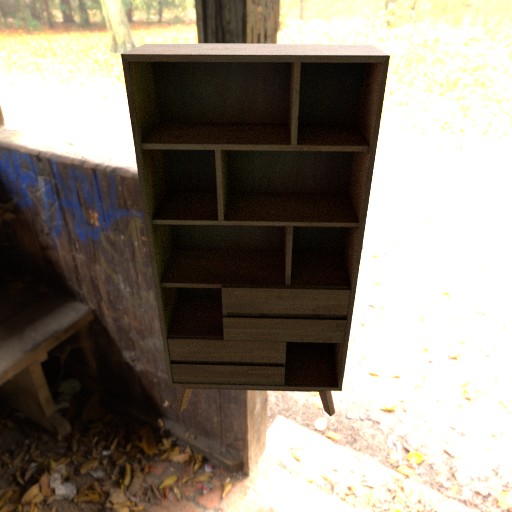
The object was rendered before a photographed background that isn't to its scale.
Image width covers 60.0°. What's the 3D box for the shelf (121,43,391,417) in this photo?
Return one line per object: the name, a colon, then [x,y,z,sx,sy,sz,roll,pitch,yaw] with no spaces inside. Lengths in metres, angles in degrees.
shelf: [0.000,0.000,1.726,0.748,1.471,0.308,1,31,2]
